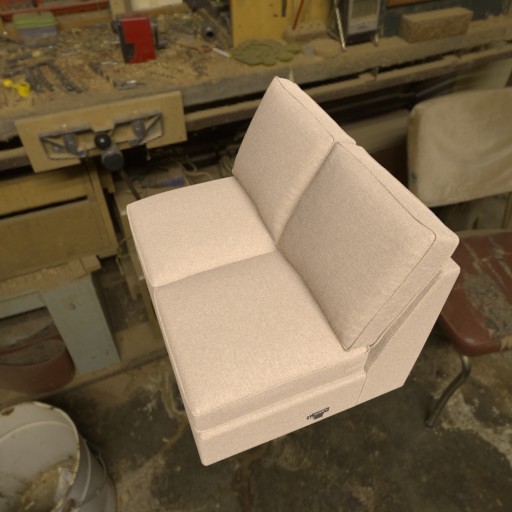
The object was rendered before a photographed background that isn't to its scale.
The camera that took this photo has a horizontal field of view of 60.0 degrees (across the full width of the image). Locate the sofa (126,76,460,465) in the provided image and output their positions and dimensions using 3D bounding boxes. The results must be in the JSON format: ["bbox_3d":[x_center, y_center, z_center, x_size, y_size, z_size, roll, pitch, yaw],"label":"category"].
[{"bbox_3d":[0.000,0.000,1.941,0.951,1.008,1.237,-16,48,-15],"label":"sofa"}]
